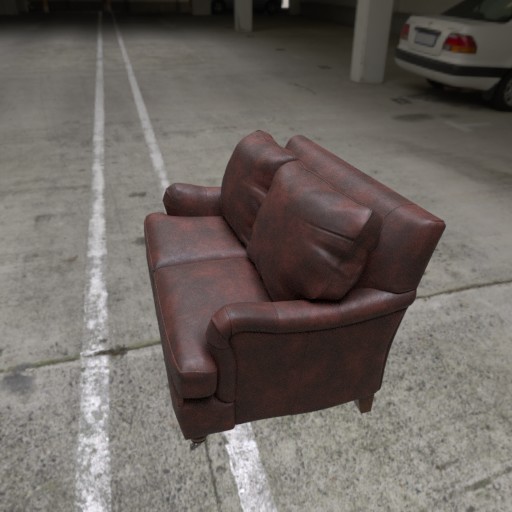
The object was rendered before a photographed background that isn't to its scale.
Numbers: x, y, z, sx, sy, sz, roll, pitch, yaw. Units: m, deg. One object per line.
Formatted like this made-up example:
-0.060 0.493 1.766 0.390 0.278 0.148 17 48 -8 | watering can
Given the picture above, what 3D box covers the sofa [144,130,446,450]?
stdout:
0.000 0.000 2.449 1.148 1.070 1.628 -8 30 -15 | sofa
